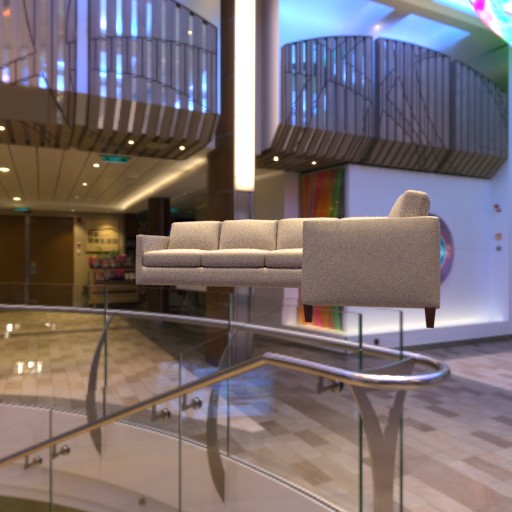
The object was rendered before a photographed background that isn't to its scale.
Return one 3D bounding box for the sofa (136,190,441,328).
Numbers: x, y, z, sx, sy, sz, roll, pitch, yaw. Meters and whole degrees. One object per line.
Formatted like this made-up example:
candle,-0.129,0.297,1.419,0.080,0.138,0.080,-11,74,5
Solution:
sofa,0.000,0.000,4.538,3.333,0.934,2.522,0,0,18
